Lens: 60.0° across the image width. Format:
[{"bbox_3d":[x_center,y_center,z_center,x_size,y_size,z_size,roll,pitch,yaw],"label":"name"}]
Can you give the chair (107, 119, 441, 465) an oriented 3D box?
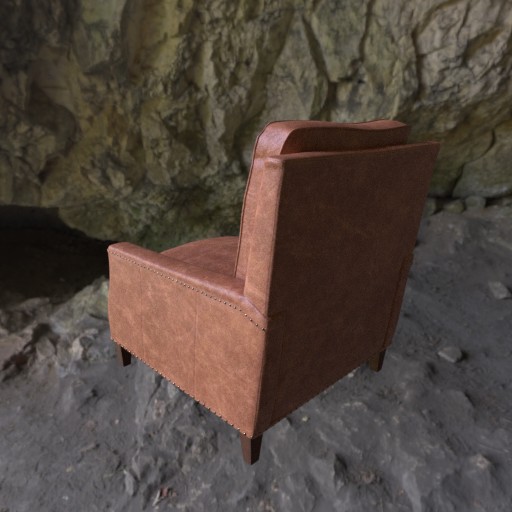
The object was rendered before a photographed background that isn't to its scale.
[{"bbox_3d":[0.000,0.000,1.780,0.854,1.054,1.035,-17,24,-42],"label":"chair"}]
